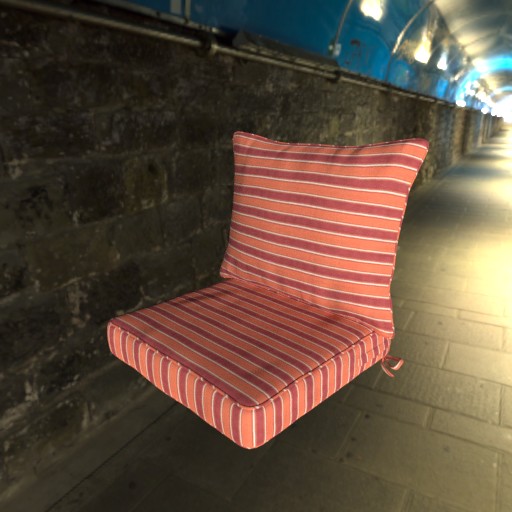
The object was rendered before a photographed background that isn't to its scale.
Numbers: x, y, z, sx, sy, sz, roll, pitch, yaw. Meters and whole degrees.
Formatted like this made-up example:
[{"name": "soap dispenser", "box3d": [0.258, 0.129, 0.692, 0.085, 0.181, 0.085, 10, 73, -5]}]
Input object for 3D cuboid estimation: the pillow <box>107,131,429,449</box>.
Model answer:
[{"name": "pillow", "box3d": [0.000, 0.000, 1.393, 0.799, 0.723, 0.733, 16, 24, 42]}]
